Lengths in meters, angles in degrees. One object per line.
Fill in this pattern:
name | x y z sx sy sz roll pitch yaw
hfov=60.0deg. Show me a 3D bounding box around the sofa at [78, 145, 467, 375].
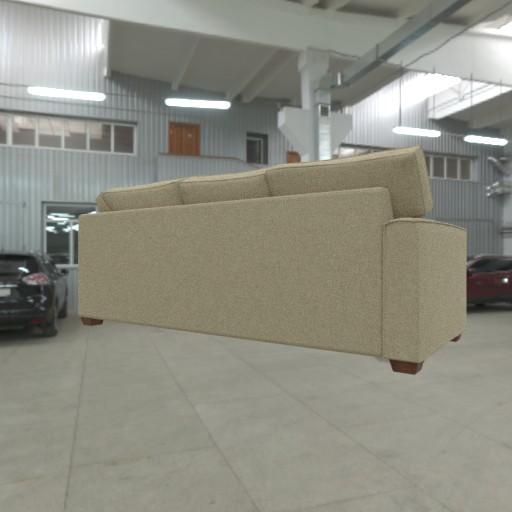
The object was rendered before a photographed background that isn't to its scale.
sofa | 0.000 0.000 2.828 2.317 0.962 1.061 0 0 35
